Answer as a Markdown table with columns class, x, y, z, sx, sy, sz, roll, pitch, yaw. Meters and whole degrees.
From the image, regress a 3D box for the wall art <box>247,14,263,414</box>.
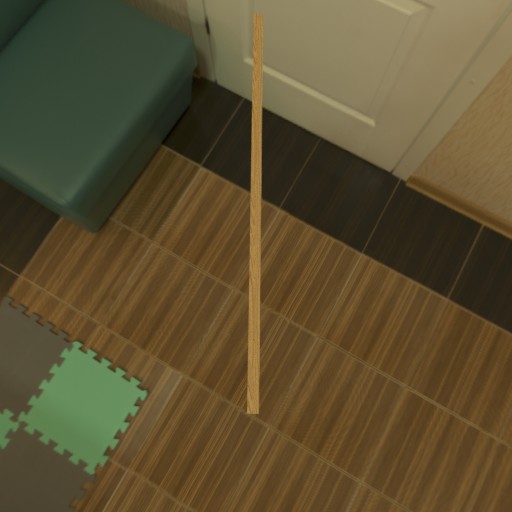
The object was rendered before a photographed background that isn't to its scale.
| class | x | y | z | sx | sy | sz | roll | pitch | yaw |
| --- | --- | --- | --- | --- | --- | --- | --- | --- | --- |
| wall art | 0.000 | 0.000 | 0.778 | 0.011 | 0.605 | 0.458 | 1 | 77 | 0 |
